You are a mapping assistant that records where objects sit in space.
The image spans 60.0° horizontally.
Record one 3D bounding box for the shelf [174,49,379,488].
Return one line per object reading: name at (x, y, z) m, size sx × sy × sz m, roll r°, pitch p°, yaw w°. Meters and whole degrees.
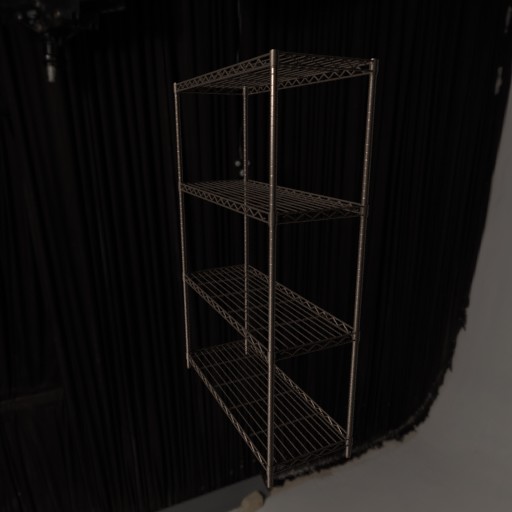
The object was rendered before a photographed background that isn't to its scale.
shelf at (0.000, 0.000, 1.774) m, size 0.352 × 1.361 × 0.907 m, roll -8°, pitch 17°, yaw -25°
